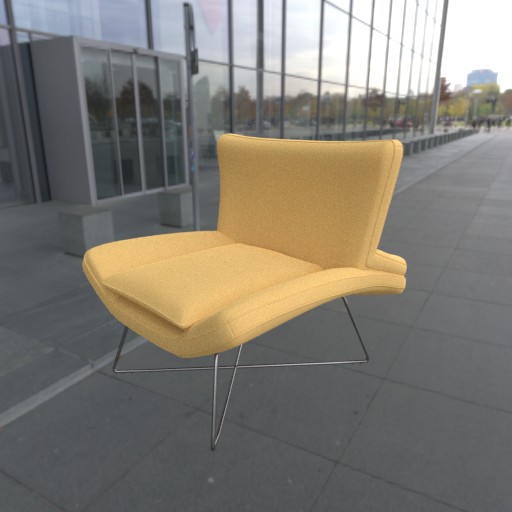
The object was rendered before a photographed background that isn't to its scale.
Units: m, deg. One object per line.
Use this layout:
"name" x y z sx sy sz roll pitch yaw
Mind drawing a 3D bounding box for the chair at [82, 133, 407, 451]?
"chair" 0.000 0.000 1.659 1.008 0.855 0.859 -16 24 -42
